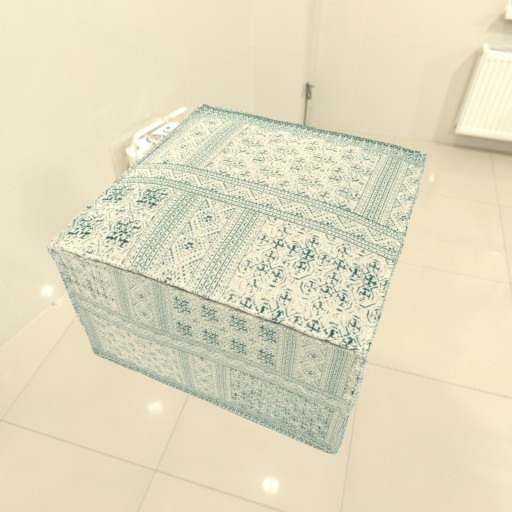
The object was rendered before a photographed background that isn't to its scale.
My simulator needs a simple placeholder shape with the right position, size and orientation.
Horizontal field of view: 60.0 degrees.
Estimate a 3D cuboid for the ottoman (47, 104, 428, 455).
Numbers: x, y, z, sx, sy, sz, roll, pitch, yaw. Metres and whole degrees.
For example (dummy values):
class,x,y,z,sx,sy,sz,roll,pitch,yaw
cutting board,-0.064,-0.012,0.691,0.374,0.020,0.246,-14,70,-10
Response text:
class,x,y,z,sx,sy,sz,roll,pitch,yaw
ottoman,0.000,0.000,1.059,0.626,0.439,0.617,17,48,16
